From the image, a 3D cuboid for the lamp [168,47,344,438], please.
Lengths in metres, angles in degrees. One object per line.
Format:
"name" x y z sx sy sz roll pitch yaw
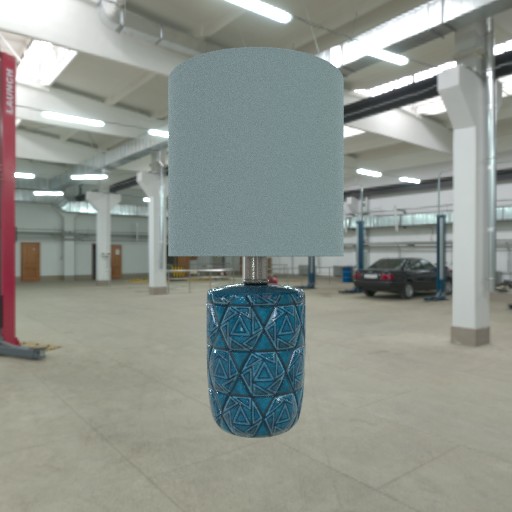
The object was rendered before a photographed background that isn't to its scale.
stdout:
"lamp" 0.000 0.000 0.496 0.193 0.377 0.193 0 0 16
